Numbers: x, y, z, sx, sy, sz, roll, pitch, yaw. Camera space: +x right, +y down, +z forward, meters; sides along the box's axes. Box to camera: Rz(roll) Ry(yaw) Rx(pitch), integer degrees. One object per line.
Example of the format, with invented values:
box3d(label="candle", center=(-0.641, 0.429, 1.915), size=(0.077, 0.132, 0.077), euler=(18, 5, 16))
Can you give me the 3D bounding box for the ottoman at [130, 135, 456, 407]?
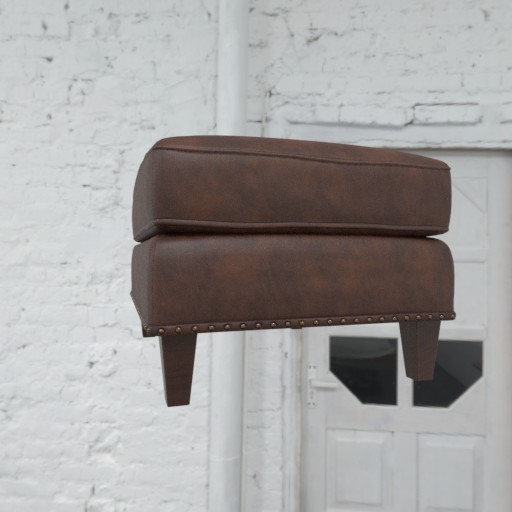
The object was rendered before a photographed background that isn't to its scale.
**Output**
box3d(label="ottoman", center=(0.000, 0.000, 1.109), size=(0.586, 0.486, 0.742), euler=(0, 0, -18))
